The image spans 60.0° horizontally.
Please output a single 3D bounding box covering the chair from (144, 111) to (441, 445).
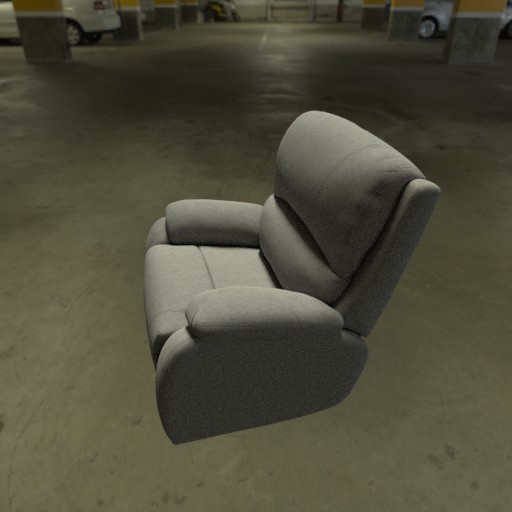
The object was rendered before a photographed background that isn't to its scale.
[{"bbox_3d":[0.000,0.000,1.744,0.899,1.011,0.930,-8,31,-13],"label":"chair"}]
